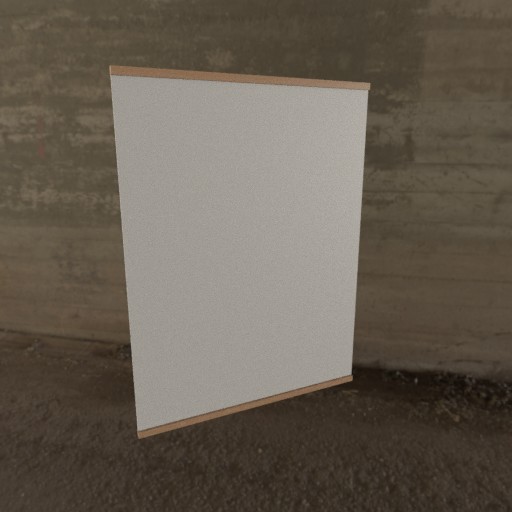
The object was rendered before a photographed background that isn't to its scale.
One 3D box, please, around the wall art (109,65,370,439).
[{"bbox_3d":[0.000,0.000,0.800,0.459,0.608,0.012,-7,16,-24],"label":"wall art"}]
